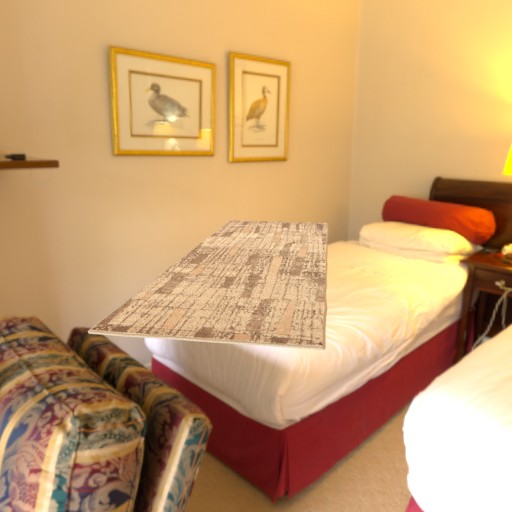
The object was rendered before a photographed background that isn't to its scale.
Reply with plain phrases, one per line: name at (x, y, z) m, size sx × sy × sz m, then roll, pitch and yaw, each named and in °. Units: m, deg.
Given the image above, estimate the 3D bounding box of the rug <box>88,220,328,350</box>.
rug at (0.000, 0.000, 2.663) m, size 0.857 × 0.018 × 2.383 m, roll 2°, pitch 15°, yaw 9°
